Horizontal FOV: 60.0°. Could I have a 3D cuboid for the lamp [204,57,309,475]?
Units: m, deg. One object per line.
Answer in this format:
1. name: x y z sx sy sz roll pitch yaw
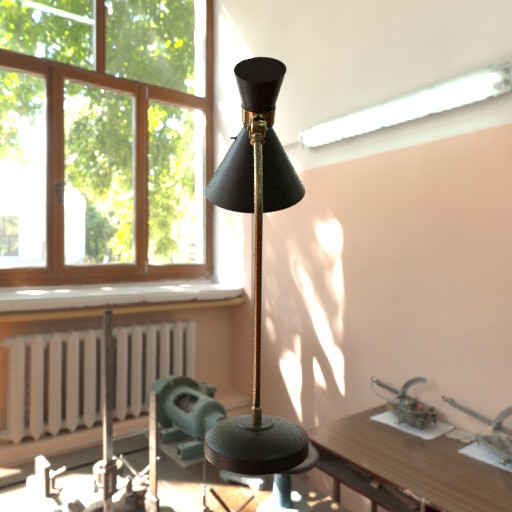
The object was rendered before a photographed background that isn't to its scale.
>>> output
1. lamp: 0.000 0.000 0.772 0.189 0.647 0.292 0 0 -1
